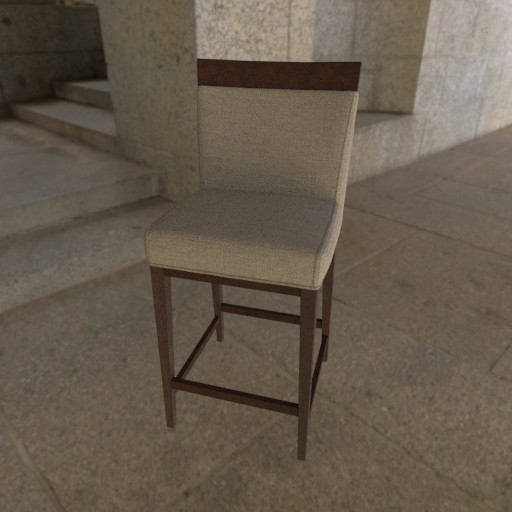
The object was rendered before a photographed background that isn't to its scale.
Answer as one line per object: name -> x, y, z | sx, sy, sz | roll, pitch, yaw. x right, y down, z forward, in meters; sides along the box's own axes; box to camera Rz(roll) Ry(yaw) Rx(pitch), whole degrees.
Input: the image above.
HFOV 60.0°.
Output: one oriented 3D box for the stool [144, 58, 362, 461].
stool -> 0.000, 0.000, 1.408 | 0.511, 1.117, 0.531 | 8, 28, 14
